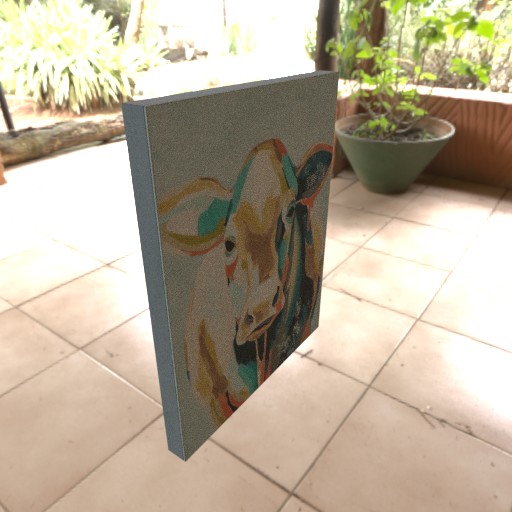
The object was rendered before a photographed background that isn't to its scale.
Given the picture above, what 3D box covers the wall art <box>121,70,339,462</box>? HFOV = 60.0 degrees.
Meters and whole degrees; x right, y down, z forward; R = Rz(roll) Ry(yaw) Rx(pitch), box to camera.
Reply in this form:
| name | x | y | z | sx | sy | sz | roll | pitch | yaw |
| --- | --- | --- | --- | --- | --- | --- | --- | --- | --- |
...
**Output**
| name | x | y | z | sx | sy | sz | roll | pitch | yaw |
| --- | --- | --- | --- | --- | --- | --- | --- | --- | --- |
| wall art | 0.000 | 0.000 | 0.697 | 0.037 | 0.509 | 0.409 | 19 | 33 | 31 |
